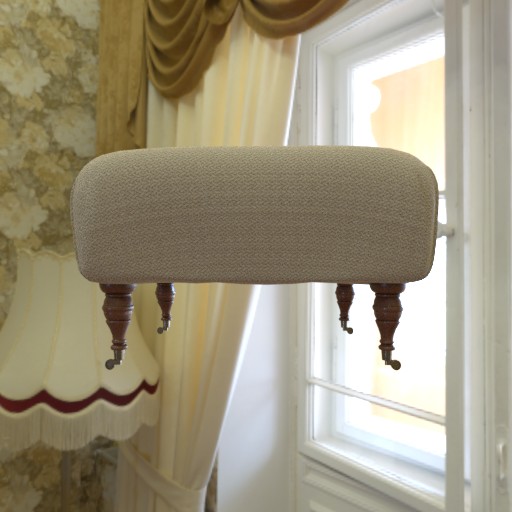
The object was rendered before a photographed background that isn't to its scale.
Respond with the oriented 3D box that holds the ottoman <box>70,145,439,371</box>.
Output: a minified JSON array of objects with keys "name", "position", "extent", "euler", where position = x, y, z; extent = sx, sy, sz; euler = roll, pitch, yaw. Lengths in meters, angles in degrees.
[{"name":"ottoman","position":[0.000,0.000,1.068],"extent":[0.684,0.447,0.622],"euler":[0,-1,1]}]
